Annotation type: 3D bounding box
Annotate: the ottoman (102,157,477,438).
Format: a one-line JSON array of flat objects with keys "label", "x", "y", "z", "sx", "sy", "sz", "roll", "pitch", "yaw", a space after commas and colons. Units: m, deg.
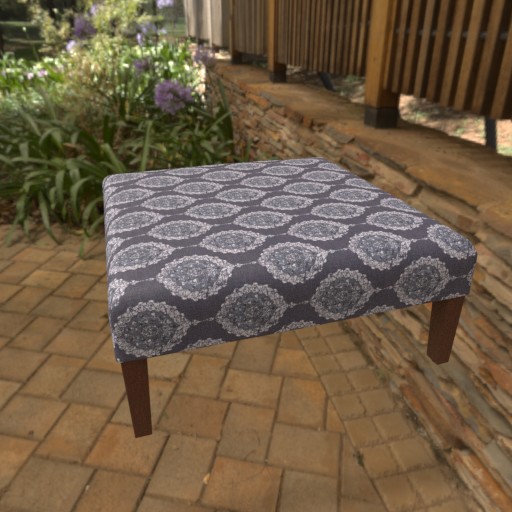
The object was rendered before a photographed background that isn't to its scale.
[{"label": "ottoman", "x": 0.000, "y": 0.000, "z": 1.418, "sx": 0.890, "sy": 0.409, "sz": 0.889, "roll": -8, "pitch": 28, "yaw": -16}]
